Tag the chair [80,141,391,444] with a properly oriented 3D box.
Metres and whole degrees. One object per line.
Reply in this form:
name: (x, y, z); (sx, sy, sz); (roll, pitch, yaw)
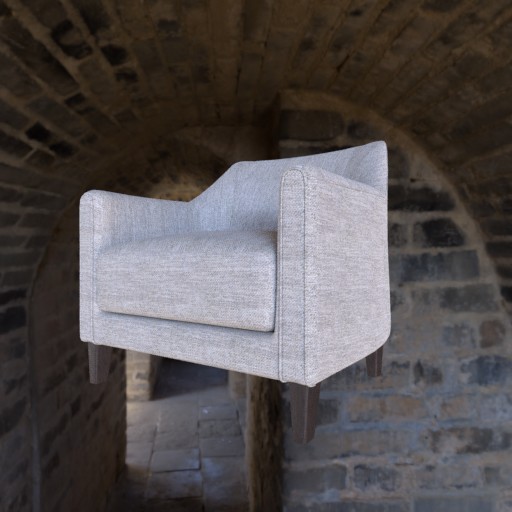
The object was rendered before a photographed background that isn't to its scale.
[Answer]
chair: (0.000, 0.000, 1.395); (0.796, 0.761, 0.758); (0, 1, 36)
